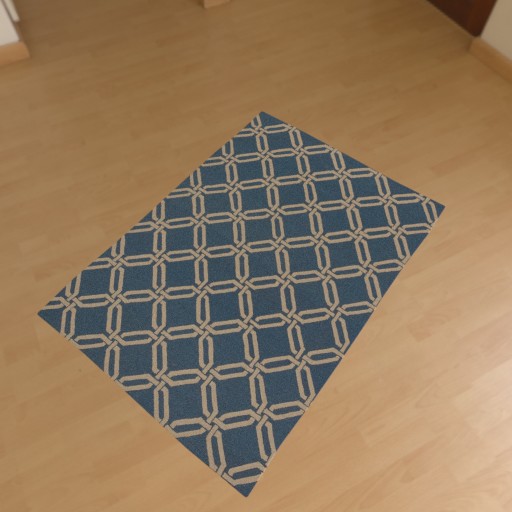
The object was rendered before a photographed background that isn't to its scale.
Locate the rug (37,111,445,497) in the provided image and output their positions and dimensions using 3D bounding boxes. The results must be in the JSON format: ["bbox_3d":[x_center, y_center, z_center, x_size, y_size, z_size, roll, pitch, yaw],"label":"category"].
[{"bbox_3d":[0.000,0.000,2.706,1.524,0.013,2.135,33,64,19],"label":"rug"}]
